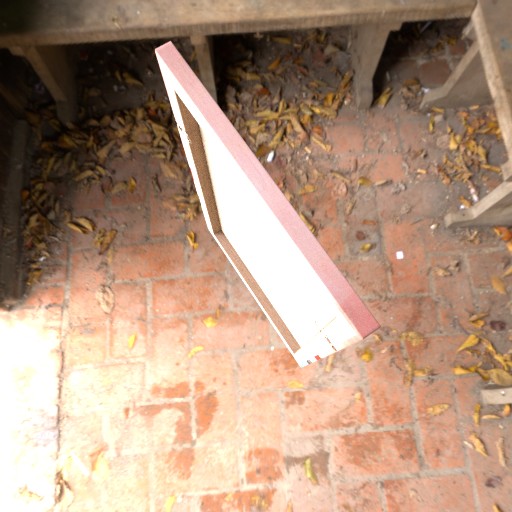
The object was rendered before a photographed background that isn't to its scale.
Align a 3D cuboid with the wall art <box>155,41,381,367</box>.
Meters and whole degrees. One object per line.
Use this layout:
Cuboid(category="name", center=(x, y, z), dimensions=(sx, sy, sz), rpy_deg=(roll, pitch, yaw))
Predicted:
Cuboid(category="wall art", center=(0.000, 0.000, 1.155), dimensions=(0.038, 0.914, 0.610), rpy_deg=(-32, 76, -9))
